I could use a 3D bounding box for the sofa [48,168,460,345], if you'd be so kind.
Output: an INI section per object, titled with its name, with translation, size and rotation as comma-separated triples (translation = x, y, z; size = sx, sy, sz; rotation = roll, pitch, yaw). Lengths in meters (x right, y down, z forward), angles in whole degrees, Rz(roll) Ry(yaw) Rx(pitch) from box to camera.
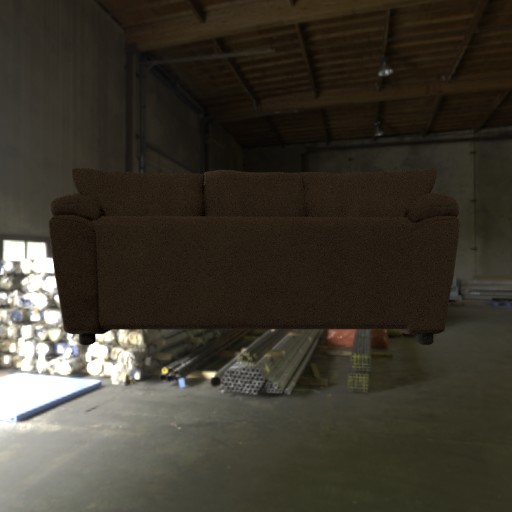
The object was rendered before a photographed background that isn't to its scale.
[sofa]
translation = 0.000, 0.000, 2.816
size = 2.336, 1.015, 0.878
rotation = 0, -1, 0
